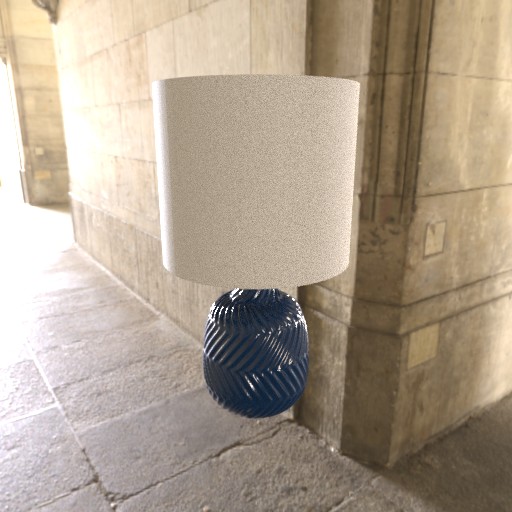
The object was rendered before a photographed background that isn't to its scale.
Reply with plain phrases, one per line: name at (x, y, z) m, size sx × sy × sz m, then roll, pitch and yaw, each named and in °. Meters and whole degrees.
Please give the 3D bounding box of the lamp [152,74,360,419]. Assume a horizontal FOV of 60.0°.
lamp at (0.000, 0.000, 0.494) m, size 0.203 × 0.368 × 0.203 m, roll 2°, pitch 17°, yaw 8°
